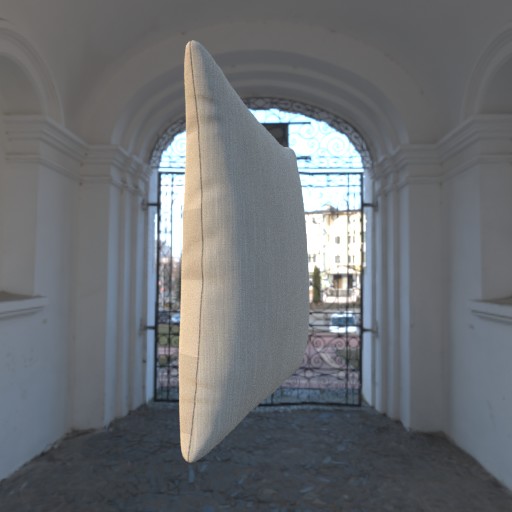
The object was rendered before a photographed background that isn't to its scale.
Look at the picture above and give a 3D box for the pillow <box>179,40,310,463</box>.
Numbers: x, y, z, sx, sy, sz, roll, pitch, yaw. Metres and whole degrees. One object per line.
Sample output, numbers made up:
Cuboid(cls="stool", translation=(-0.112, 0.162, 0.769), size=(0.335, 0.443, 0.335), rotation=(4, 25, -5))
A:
Cuboid(cls="pillow", translation=(0.000, 0.000, 0.769), size=(0.161, 0.509, 0.511), rotation=(-1, -2, 18))
